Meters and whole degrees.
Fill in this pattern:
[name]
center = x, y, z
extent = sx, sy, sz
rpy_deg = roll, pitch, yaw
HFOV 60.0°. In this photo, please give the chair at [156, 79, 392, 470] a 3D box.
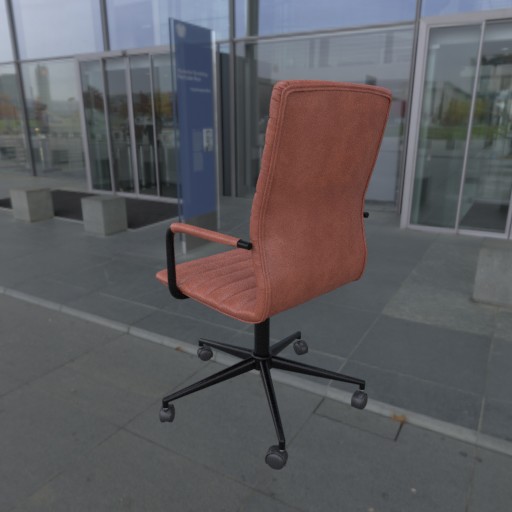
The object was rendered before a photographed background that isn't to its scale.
[chair]
center = 0.000, 0.000, 1.241
extent = 0.600, 0.878, 0.578
rpy_deg = -16, 23, -42
